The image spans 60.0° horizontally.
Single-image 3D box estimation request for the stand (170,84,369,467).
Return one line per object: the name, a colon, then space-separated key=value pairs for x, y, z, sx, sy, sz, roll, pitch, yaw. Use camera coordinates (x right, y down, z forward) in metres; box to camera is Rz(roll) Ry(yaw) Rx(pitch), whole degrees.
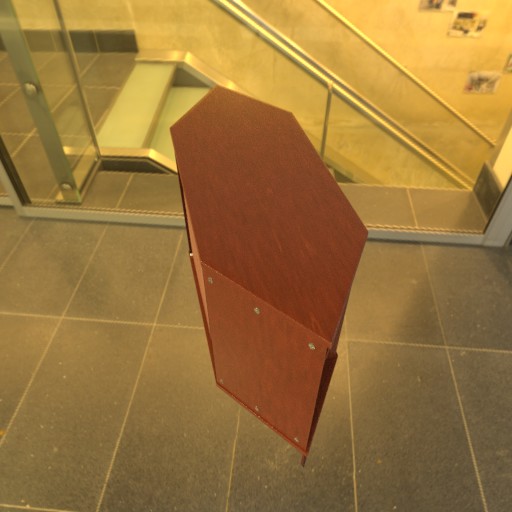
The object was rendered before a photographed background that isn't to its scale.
stand: x=0.000 y=0.000 z=1.363 sx=0.381 sy=0.614 sz=1.072 roll=-10 pitch=46 yaw=-10
